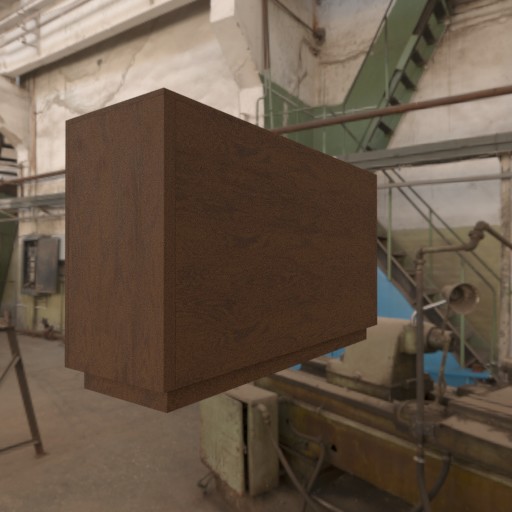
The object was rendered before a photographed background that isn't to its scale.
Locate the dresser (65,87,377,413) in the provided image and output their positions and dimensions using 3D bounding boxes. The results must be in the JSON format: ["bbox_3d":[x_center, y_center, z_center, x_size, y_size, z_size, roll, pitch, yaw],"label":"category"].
[{"bbox_3d":[0.000,0.000,1.942,0.512,0.889,1.523,0,-1,36],"label":"dresser"}]
